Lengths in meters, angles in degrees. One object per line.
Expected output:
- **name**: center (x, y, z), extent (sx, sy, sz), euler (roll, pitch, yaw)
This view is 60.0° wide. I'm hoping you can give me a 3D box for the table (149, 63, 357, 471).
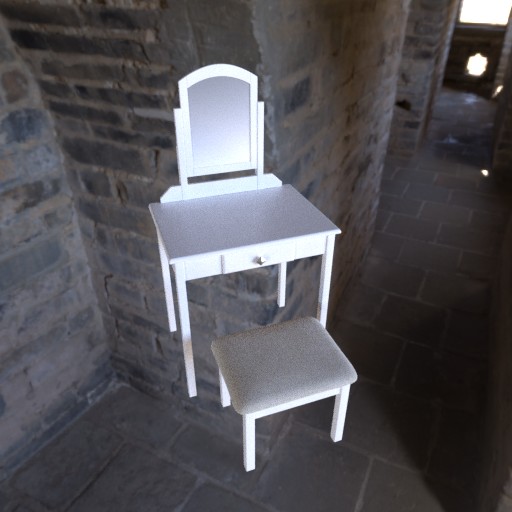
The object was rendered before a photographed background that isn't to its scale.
- **table**: center (0.000, 0.000, 2.219), extent (0.876, 1.631, 1.211), euler (-11, 33, -17)
